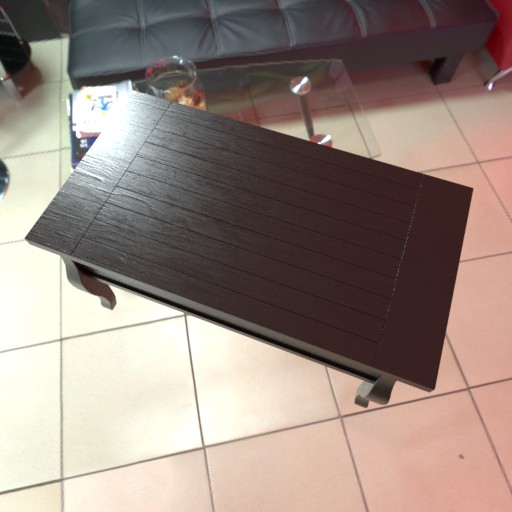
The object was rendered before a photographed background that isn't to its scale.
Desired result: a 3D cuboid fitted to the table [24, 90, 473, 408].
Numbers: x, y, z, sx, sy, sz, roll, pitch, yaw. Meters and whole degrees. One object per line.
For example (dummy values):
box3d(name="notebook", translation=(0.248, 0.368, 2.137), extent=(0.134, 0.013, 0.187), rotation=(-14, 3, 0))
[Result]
box3d(name="table", translation=(0.000, 0.000, 1.403), extent=(1.062, 0.494, 0.600), rotation=(19, 64, 10))
